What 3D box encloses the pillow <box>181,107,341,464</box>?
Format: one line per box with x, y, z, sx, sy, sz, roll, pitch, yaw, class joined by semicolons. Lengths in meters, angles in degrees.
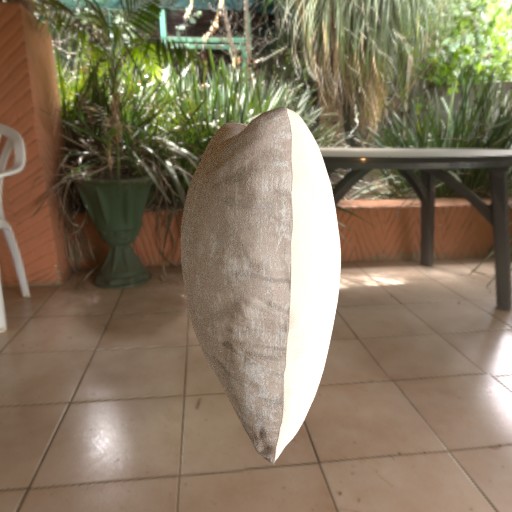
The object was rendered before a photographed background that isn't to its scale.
0.000;0.000;0.736;0.245;0.448;0.450;-2;16;-8;pillow
